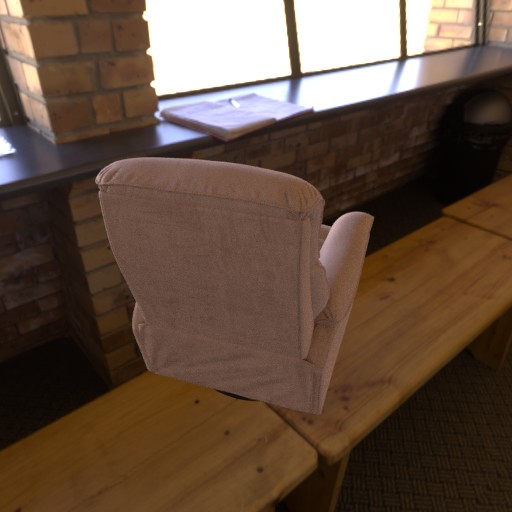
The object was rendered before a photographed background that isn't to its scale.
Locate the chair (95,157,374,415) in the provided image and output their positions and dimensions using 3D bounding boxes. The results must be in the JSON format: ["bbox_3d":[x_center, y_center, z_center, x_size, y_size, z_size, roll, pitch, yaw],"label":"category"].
[{"bbox_3d":[0.000,0.000,1.728,0.820,1.037,1.004,10,33,15],"label":"chair"}]
